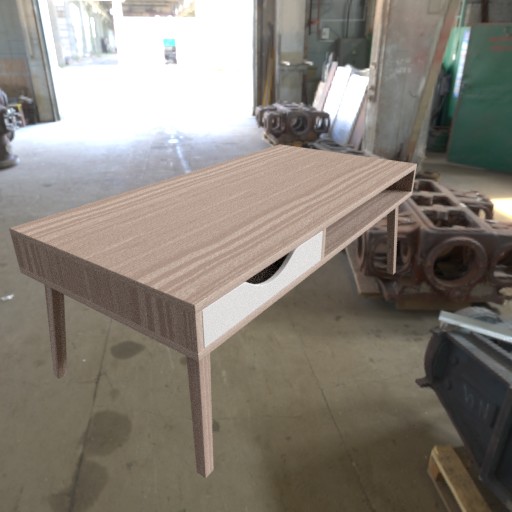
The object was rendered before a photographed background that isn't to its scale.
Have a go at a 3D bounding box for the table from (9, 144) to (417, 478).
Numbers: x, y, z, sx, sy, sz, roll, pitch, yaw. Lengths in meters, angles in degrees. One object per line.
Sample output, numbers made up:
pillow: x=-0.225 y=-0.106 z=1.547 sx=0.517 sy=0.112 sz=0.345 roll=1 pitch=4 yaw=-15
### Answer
table: x=0.000 y=0.000 z=1.442 sx=0.600 sy=0.450 sz=1.200 roll=17 pitch=30 yaw=32
